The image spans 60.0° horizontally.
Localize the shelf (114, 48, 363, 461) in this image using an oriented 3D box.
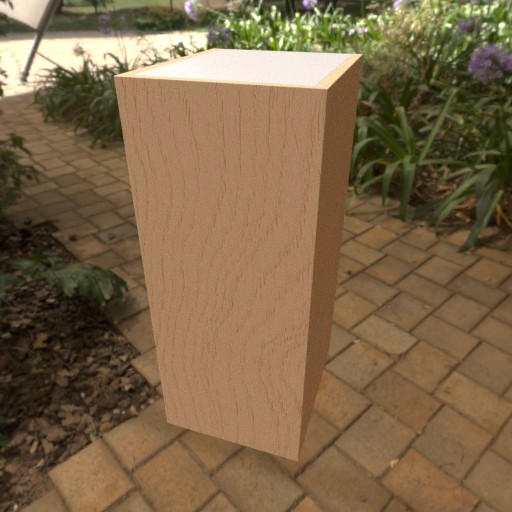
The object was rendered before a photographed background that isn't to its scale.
[{"bbox_3d":[0.000,0.000,0.747,0.250,0.600,0.290,10,32,16],"label":"shelf"}]
